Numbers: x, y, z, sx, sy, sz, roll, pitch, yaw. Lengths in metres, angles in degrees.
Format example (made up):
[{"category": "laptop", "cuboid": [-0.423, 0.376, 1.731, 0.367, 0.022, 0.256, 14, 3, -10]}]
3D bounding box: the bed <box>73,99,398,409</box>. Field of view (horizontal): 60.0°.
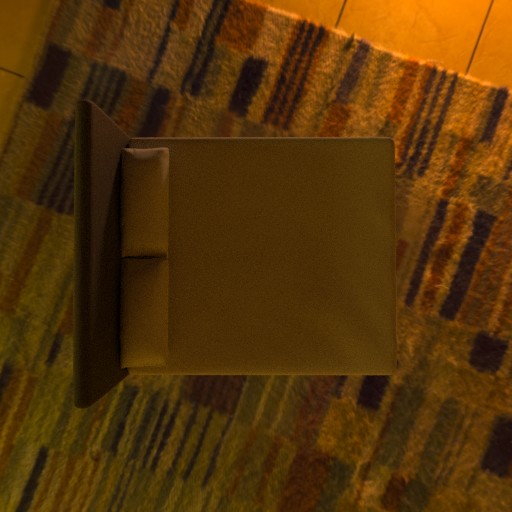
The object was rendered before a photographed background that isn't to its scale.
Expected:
[{"category": "bed", "cuboid": [0.000, 0.000, 3.214, 2.142, 1.330, 1.884, 0, 89, 0]}]
